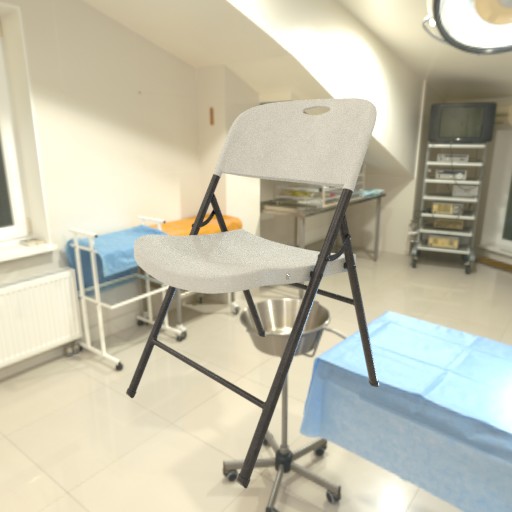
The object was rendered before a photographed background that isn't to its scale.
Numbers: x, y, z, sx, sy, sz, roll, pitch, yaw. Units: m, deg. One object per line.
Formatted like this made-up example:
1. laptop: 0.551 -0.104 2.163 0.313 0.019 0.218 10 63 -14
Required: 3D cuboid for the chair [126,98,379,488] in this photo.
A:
1. chair: 0.000 0.000 1.177 0.494 0.810 0.566 15 22 43
